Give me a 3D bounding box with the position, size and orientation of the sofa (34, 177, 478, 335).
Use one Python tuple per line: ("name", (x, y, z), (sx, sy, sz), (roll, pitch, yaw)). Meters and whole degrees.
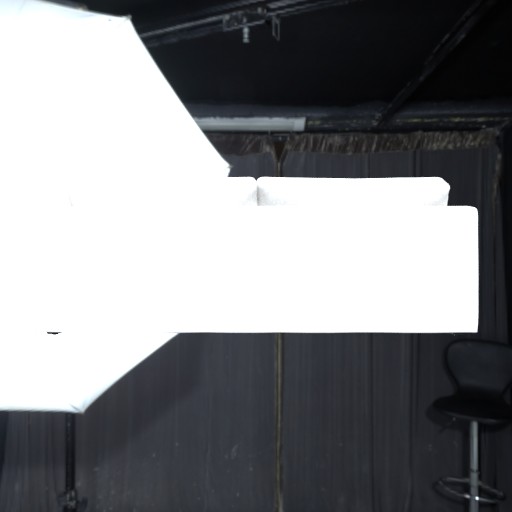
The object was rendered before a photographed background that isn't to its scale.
("sofa", (0.000, 0.000, 2.753), (2.588, 0.838, 1.090), (0, -2, 0))
